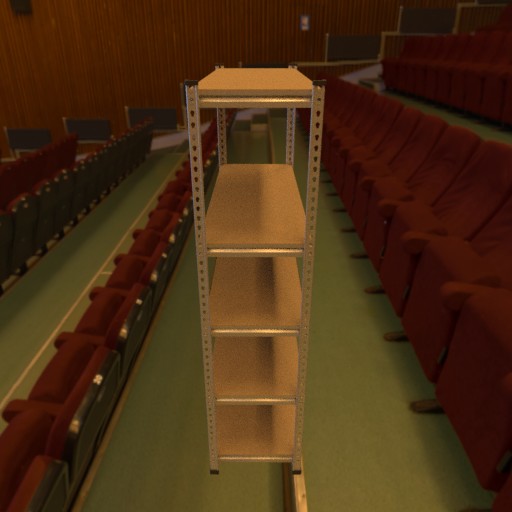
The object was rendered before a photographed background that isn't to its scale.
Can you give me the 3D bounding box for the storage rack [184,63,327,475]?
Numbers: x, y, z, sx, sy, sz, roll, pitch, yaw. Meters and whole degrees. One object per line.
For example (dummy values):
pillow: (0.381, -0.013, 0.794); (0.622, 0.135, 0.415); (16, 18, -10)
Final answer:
storage rack: (0.000, 0.000, 2.354); (0.457, 1.829, 1.219); (0, 26, 0)
